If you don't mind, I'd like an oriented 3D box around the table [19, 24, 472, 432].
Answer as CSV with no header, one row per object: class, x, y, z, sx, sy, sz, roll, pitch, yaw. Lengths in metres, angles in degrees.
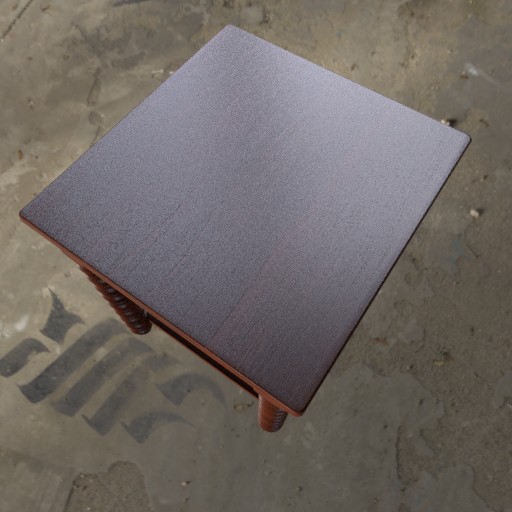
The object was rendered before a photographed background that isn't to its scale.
table,0.000,0.000,0.942,0.500,0.567,0.533,32,67,15
